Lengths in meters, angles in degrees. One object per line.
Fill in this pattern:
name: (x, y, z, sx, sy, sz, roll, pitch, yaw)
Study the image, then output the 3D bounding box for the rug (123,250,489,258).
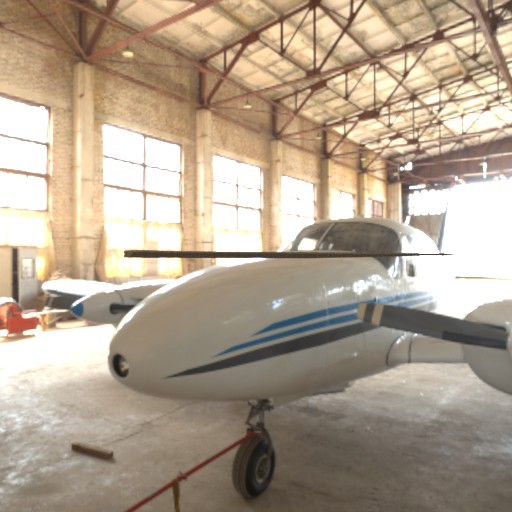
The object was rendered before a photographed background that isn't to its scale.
rug: (0.000, 0.000, 4.250, 2.437, 0.015, 3.205, 0, -1, -17)
